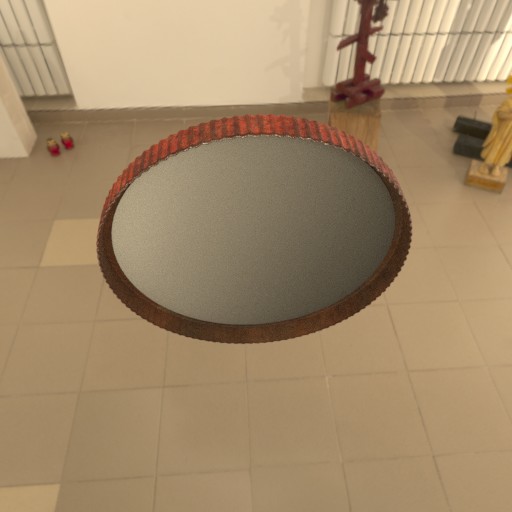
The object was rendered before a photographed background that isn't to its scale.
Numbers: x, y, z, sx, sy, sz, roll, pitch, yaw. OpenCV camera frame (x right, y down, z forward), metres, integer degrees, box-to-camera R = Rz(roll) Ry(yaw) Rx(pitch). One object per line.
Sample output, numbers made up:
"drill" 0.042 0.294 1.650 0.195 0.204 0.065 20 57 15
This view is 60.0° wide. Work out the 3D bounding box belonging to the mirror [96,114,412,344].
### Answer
"mirror" 0.000 0.000 0.897 0.609 0.609 0.056 -3 49 -3
